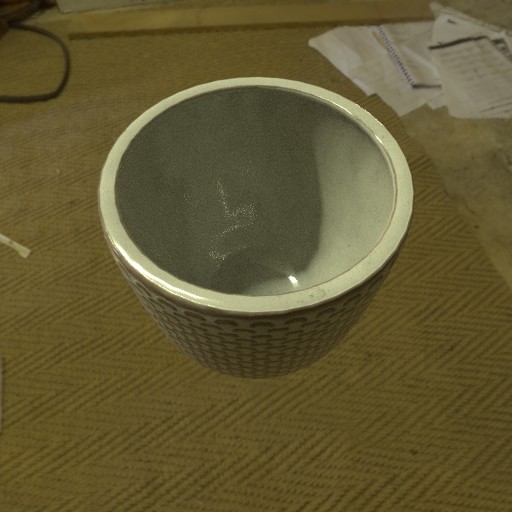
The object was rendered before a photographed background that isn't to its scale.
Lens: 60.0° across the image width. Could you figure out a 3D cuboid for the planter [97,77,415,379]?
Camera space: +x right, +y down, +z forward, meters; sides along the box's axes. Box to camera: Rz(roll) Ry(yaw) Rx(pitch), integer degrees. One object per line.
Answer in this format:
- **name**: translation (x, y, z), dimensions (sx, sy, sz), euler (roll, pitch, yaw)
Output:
- **planter**: translation (0.000, 0.000, 0.354), dimensions (0.197, 0.191, 0.197), euler (0, 57, 0)
